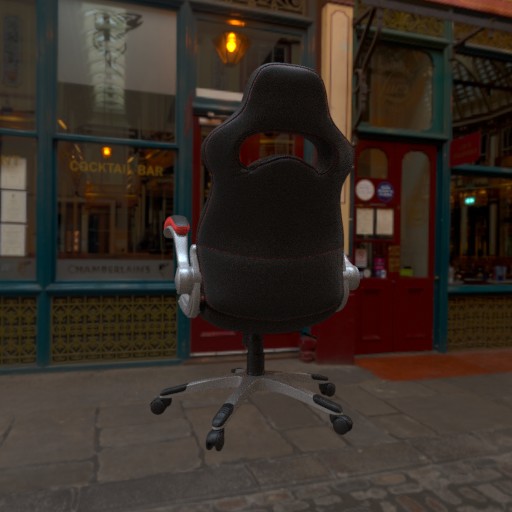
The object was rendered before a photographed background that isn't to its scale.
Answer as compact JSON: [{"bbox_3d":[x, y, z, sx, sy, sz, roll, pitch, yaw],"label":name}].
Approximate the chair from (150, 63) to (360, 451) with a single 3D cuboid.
[{"bbox_3d":[0.000,0.000,1.652,0.758,1.165,0.712,0,0,-17],"label":"chair"}]
